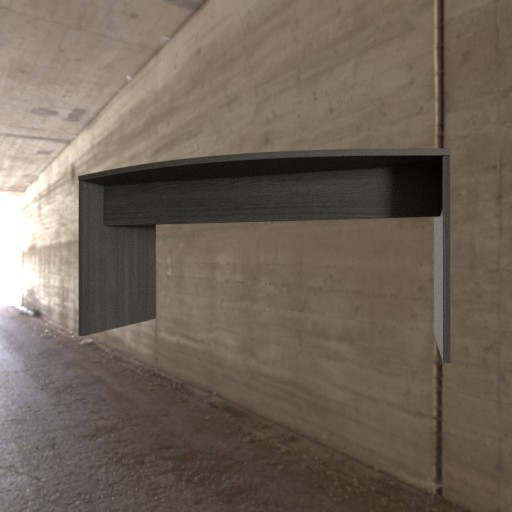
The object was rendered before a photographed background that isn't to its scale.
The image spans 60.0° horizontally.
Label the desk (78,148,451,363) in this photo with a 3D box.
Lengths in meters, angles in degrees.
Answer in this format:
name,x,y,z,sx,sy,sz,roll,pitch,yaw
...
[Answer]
name,x,y,z,sx,sy,sz,roll,pitch,yaw
desk,0.000,0.000,2.030,1.600,0.750,0.802,0,0,19
